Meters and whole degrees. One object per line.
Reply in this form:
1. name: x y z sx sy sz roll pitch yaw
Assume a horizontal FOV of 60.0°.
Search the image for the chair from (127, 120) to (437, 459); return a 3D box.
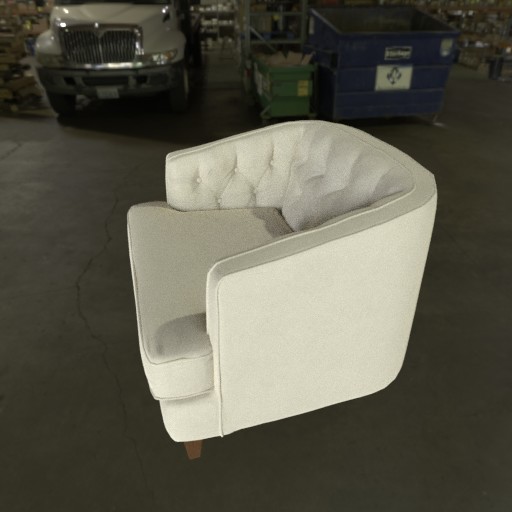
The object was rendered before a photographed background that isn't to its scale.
1. chair: 0.000 0.000 1.720 0.941 0.852 1.104 -8 31 -14
